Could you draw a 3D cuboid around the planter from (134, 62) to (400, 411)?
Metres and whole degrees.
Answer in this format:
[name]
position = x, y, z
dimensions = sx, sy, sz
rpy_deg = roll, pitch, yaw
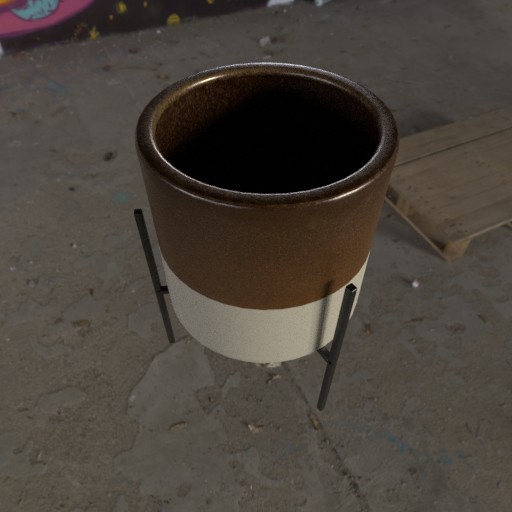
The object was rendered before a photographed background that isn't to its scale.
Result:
[planter]
position = 0.000, 0.000, 0.552
dimensions = 0.269, 0.375, 0.255
rpy_deg = -4, 48, -4
